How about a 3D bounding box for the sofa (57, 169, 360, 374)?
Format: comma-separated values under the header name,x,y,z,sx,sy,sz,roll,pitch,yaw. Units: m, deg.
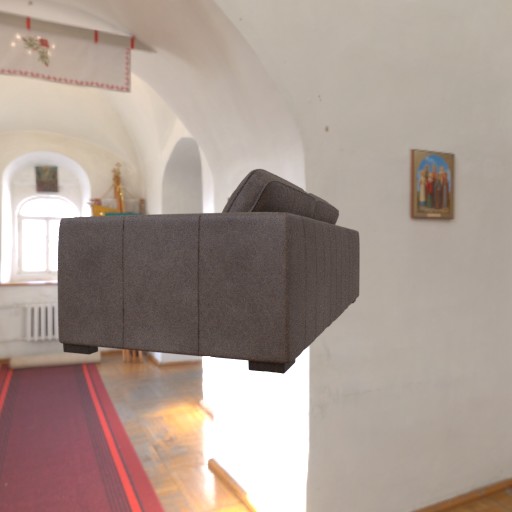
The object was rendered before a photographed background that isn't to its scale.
name,x,y,z,sx,sy,sz,roll,pitch,yaw
sofa,0.000,0.000,2.793,1.070,0.801,2.262,1,2,19
